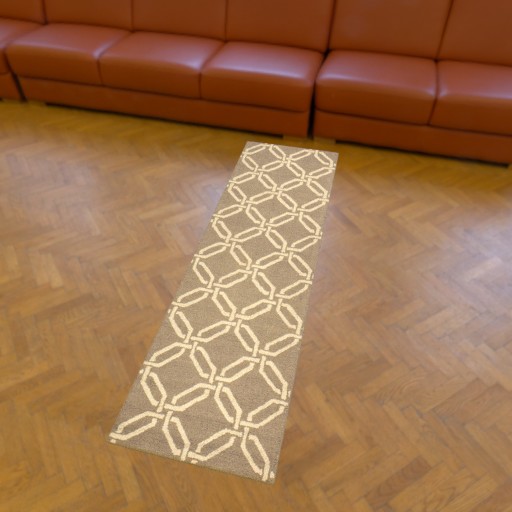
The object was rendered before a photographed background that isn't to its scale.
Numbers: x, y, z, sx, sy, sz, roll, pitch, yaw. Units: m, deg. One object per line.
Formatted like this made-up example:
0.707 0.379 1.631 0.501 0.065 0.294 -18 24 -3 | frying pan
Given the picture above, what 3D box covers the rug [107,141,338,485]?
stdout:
0.000 0.000 2.469 0.678 0.014 2.276 10 47 9 | rug
